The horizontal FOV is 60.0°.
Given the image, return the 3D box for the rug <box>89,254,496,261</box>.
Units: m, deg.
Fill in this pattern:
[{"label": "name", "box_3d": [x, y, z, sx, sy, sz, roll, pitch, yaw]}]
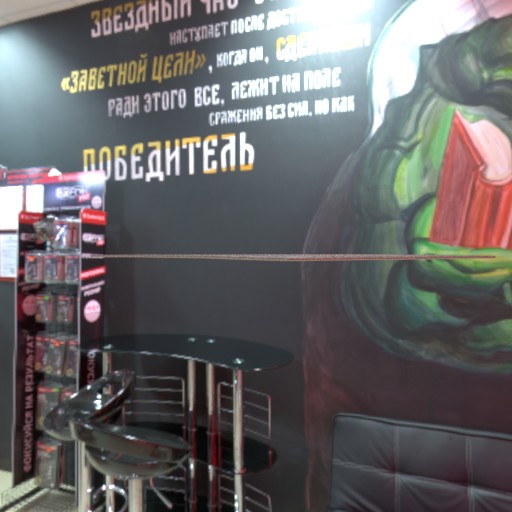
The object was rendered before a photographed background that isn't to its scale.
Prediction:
[{"label": "rug", "box_3d": [0.000, 0.000, 3.048, 1.535, 0.022, 2.498, 0, 0, -36]}]
